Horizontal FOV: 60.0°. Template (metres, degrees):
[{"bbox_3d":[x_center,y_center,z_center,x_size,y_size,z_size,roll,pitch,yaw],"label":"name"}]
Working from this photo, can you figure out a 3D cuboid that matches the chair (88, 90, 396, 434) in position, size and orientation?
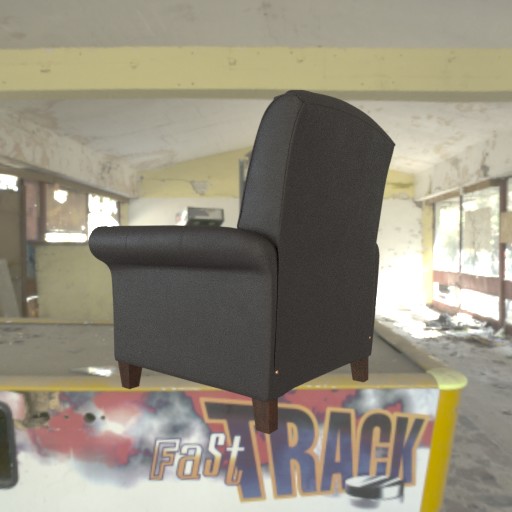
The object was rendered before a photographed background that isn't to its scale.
[{"bbox_3d":[0.000,0.000,1.811,0.902,1.061,0.978,1,1,38],"label":"chair"}]
